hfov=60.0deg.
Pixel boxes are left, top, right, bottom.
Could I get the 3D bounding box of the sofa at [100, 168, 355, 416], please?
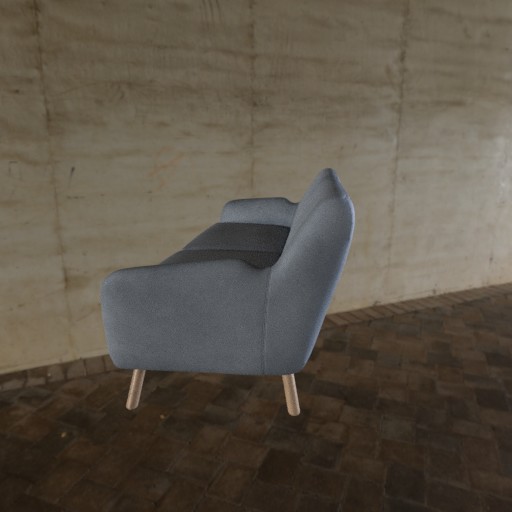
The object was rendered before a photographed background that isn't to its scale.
[{"bbox_3d":[0.000,0.000,2.262,0.850,0.810,1.870,2,14,8],"label":"sofa"}]
